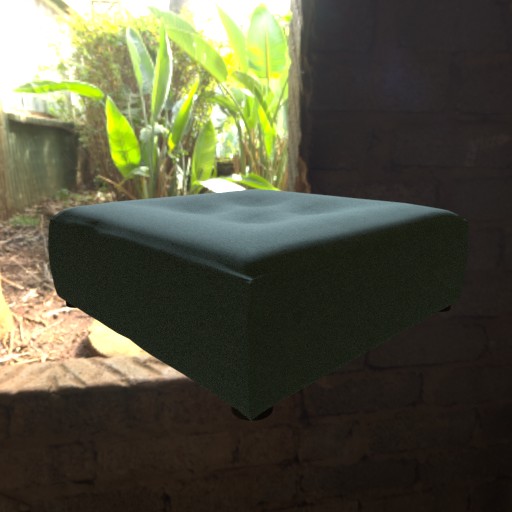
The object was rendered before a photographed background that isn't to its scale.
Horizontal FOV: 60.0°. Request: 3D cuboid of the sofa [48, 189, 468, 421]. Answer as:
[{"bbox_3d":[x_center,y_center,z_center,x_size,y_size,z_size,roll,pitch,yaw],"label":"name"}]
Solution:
[{"bbox_3d":[0.000,0.000,1.390,0.930,0.330,0.930,-13,19,-42],"label":"sofa"}]
